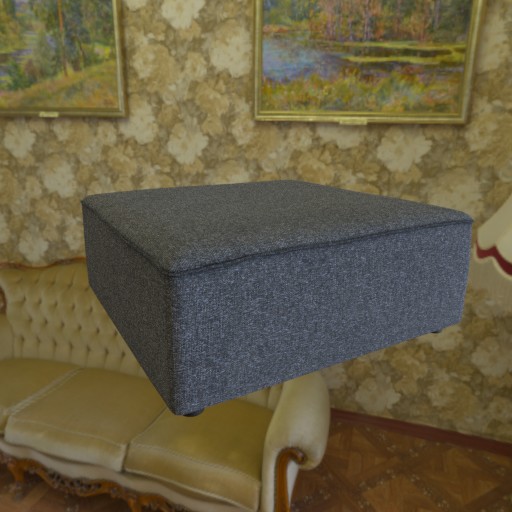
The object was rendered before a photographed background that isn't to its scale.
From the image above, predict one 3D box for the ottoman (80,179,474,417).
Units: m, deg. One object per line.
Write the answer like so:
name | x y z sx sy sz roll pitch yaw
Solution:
ottoman | 0.000 0.000 1.577 1.017 0.423 1.021 -9 19 -28
